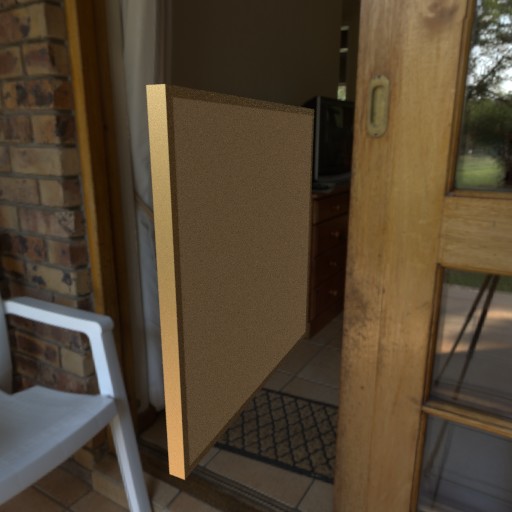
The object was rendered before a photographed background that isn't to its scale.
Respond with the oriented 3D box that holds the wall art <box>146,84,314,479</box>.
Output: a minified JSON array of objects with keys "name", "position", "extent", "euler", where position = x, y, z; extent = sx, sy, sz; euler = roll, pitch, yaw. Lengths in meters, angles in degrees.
[{"name":"wall art","position":[0.000,0.000,1.151],"extent":[0.038,0.762,0.762],"euler":[7,17,24]}]
